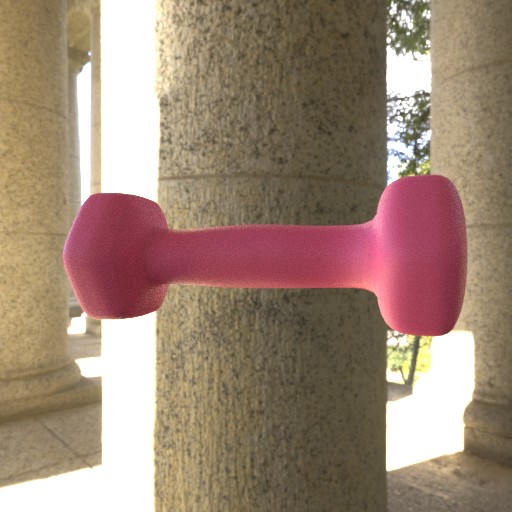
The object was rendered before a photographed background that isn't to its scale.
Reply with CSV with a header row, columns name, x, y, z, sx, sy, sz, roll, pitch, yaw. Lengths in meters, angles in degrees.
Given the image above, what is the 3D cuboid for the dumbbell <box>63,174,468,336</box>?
name,x,y,z,sx,sy,sz,roll,pitch,yaw
dumbbell,0.000,0.000,0.171,0.146,0.053,0.058,0,0,18
